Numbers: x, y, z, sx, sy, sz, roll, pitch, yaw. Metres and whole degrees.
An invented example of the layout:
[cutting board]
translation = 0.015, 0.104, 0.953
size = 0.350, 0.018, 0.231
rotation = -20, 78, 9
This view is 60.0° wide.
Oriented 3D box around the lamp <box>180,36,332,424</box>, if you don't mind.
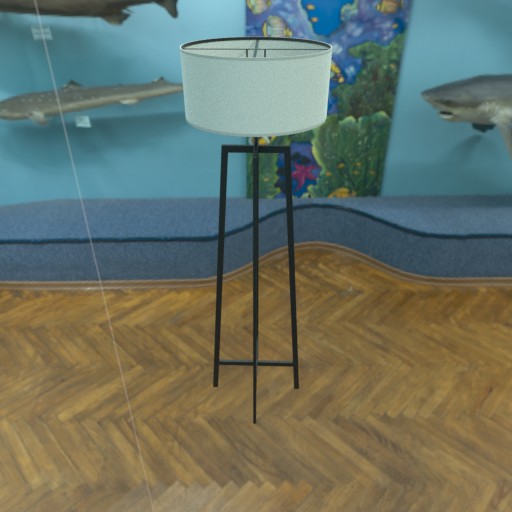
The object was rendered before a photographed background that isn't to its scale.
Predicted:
[lamp]
translation = 0.000, 0.000, 1.748
size = 0.457, 1.510, 0.456
rotation = 1, 32, 1
